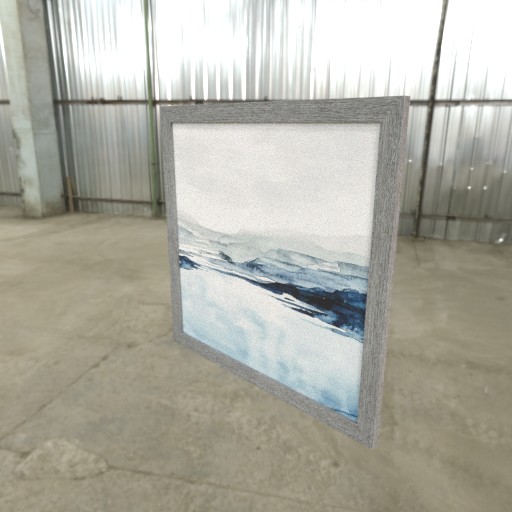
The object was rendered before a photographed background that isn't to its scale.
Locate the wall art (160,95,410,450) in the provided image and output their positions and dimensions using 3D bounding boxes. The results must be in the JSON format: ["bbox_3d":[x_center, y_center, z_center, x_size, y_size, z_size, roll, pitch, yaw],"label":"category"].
[{"bbox_3d":[0.000,0.000,1.045,0.685,0.685,0.020,15,23,42],"label":"wall art"}]
